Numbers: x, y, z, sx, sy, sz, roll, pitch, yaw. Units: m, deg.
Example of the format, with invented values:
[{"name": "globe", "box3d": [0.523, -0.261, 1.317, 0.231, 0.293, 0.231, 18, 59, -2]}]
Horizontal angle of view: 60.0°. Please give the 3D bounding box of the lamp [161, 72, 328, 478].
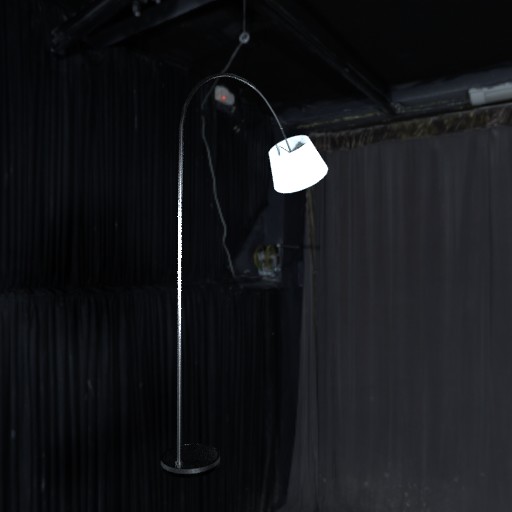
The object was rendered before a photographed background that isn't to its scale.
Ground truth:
[{"name": "lamp", "box3d": [0.000, 0.000, 2.711, 0.406, 2.098, 1.445, -1, -1, 34]}]
